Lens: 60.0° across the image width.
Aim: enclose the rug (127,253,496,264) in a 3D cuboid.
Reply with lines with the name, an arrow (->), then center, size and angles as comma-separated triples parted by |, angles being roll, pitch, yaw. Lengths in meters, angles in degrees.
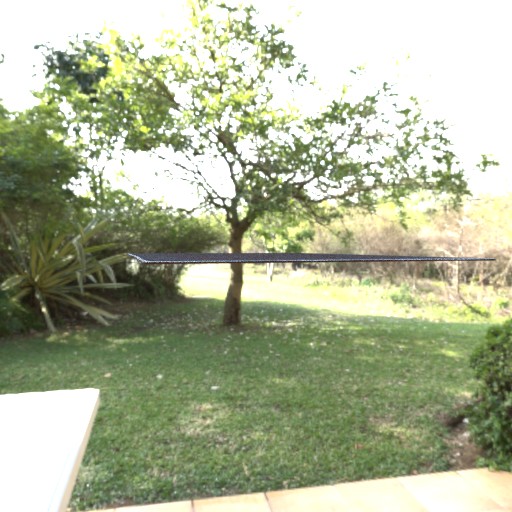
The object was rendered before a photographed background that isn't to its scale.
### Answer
rug -> 0.000, 0.000, 2.258 | 1.219, 0.009, 1.829 | 0, 1, -18
